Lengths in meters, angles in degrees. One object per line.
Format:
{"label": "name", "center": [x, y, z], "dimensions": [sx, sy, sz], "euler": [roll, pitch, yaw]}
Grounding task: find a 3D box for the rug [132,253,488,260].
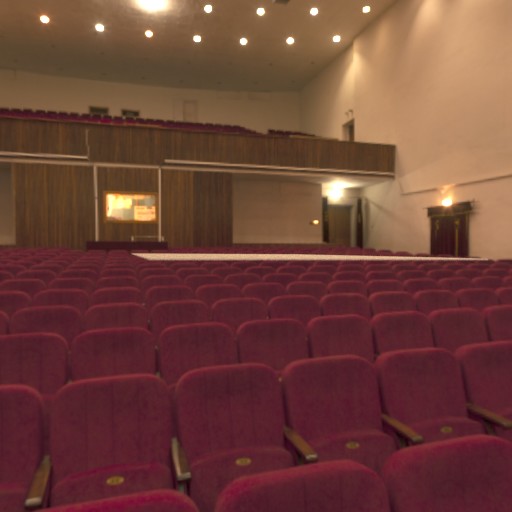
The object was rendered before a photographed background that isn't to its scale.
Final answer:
{"label": "rug", "center": [0.000, 0.000, 2.192], "dimensions": [1.141, 0.015, 1.749], "euler": [0, 1, -17]}
